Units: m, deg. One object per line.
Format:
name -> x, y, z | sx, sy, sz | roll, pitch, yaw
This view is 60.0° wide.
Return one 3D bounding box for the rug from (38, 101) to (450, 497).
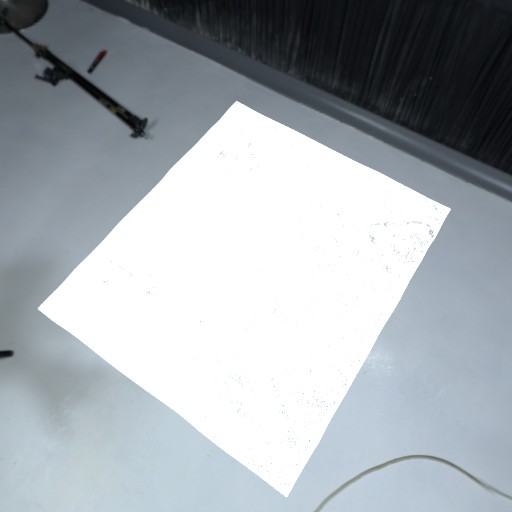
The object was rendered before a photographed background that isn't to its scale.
rug -> 0.000, 0.000, 0.872 | 0.548, 0.006, 0.639 | 31, 67, 15
